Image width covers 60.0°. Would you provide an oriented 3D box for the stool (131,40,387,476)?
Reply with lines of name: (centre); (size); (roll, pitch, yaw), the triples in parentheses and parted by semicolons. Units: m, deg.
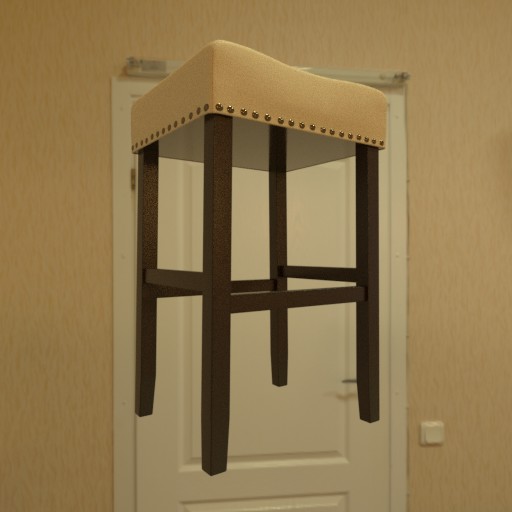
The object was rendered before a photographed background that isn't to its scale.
stool: (0.000, 0.000, 1.045); (0.471, 0.762, 0.401); (0, 0, -35)
